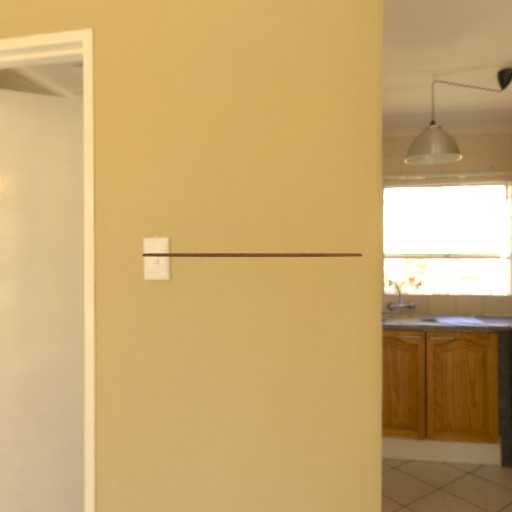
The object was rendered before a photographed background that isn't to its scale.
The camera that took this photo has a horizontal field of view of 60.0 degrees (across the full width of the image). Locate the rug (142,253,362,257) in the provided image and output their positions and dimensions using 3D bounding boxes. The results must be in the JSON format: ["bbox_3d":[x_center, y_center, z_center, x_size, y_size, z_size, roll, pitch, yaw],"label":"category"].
[{"bbox_3d":[0.000,0.000,2.751,0.769,0.012,2.448,0,0,1],"label":"rug"}]
